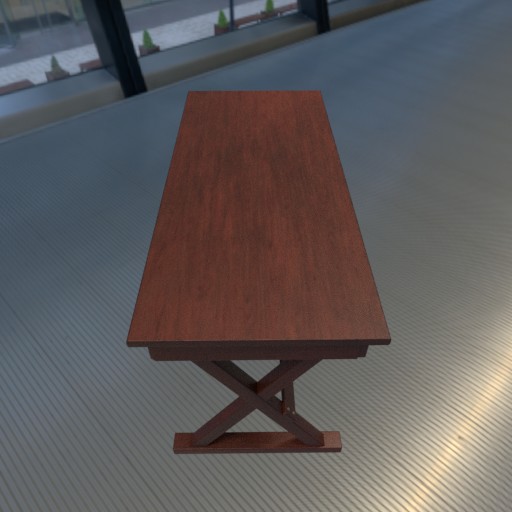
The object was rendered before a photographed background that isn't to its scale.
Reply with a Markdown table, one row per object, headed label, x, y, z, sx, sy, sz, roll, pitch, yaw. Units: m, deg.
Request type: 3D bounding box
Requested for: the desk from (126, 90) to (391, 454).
| label | x | y | z | sx | sy | sz | roll | pitch | yaw |
| --- | --- | --- | --- | --- | --- | --- | --- | --- | --- |
| desk | 0.000 | 0.000 | 1.756 | 0.600 | 0.761 | 1.372 | 0 | 43 | 0 |
